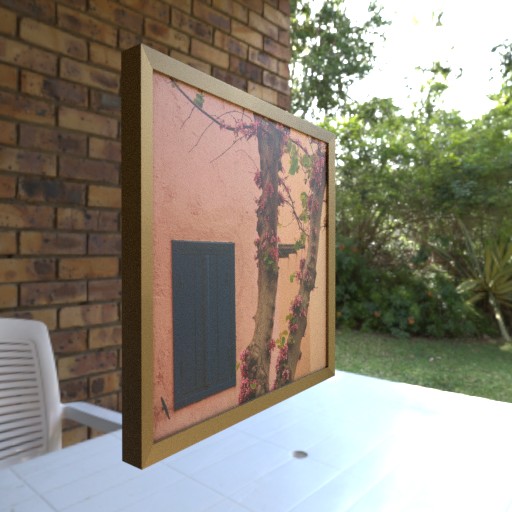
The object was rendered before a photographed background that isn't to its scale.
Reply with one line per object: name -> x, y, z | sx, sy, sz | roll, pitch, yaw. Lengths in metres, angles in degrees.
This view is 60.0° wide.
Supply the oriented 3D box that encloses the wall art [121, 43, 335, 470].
wall art -> 0.000, 0.000, 0.742 | 0.038, 0.508, 0.507 | 0, 1, 37
